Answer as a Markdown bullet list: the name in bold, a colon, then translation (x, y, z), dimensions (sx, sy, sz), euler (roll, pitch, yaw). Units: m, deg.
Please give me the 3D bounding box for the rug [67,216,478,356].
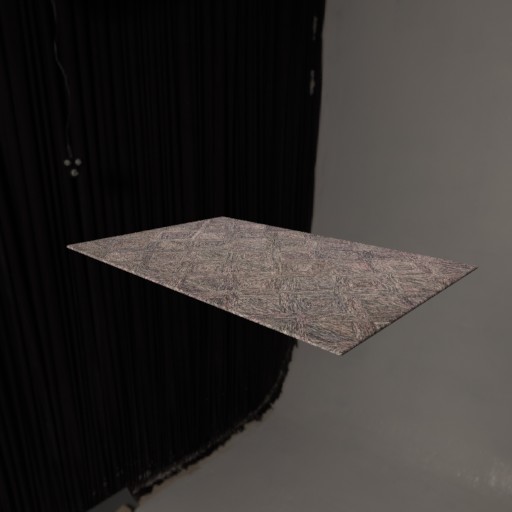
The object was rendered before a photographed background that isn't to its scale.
- **rug**: translation (0.000, 0.000, 2.926), dimensions (2.298, 0.017, 1.501), euler (15, 22, 41)
